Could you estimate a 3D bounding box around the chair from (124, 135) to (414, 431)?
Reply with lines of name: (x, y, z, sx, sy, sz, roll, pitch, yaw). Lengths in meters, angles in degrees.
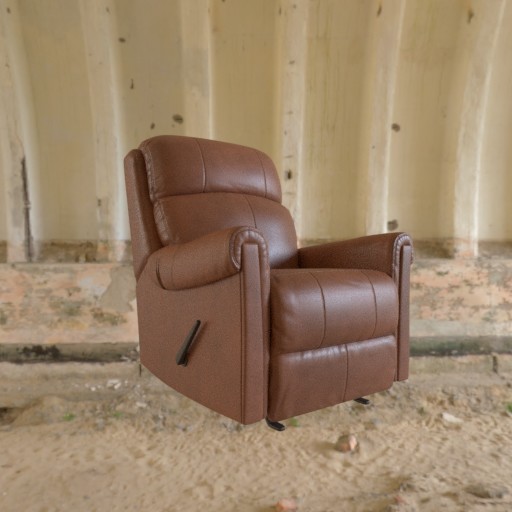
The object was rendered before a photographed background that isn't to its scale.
chair: (0.000, 0.000, 1.800, 0.838, 1.054, 1.014, 0, 1, -36)
